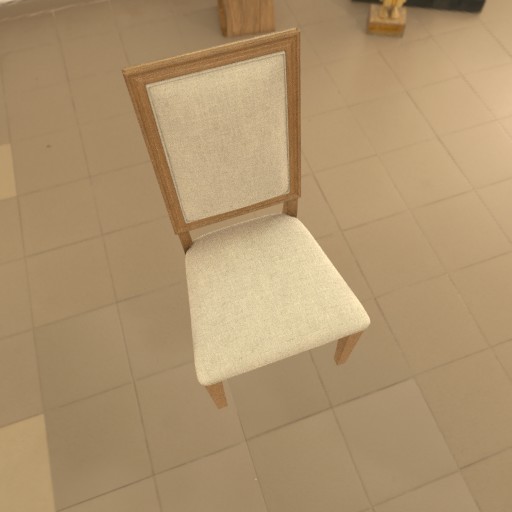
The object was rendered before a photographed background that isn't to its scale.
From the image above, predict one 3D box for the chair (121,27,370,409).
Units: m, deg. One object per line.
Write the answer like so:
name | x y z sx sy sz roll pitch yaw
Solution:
chair | 0.000 0.000 1.311 0.536 0.988 0.601 -18 65 -9
